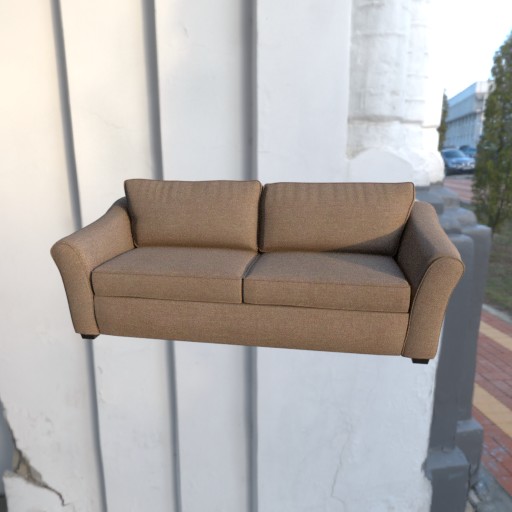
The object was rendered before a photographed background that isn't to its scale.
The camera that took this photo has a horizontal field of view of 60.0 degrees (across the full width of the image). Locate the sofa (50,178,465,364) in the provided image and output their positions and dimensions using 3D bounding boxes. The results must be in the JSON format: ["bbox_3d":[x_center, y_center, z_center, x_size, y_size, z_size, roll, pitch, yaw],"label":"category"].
[{"bbox_3d":[0.000,0.000,2.790,2.270,0.906,0.986,2,14,9],"label":"sofa"}]
